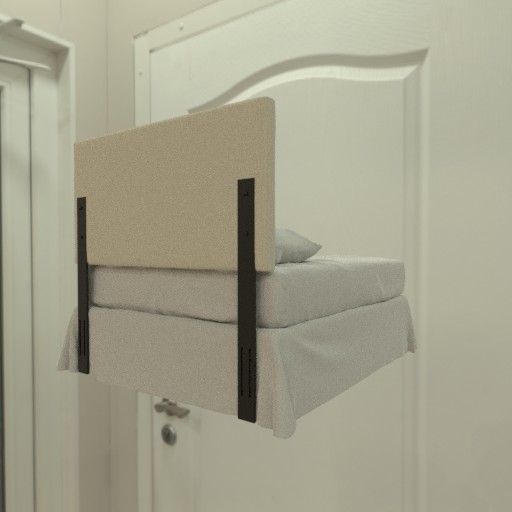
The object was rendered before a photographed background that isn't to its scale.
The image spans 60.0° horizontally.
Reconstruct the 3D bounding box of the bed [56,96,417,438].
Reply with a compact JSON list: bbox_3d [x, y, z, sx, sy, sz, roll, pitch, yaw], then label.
[{"bbox_3d":[0.000,0.000,3.397,1.936,1.577,2.222,1,2,36],"label":"bed"}]
